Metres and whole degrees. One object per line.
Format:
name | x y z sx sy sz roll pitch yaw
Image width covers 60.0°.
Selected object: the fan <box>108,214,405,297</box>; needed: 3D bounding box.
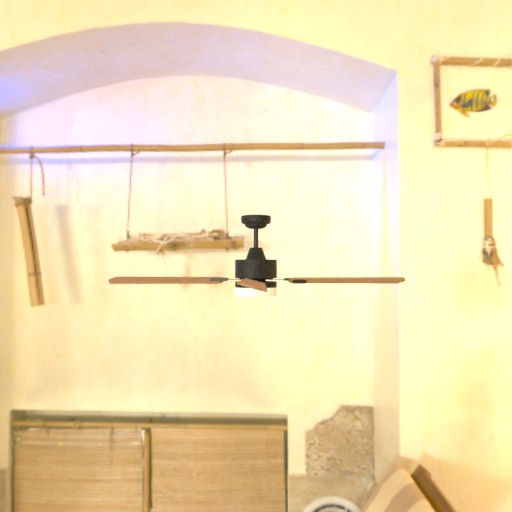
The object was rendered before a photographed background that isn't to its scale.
fan | 0.000 0.000 1.979 1.320 0.355 1.320 0 -1 1
